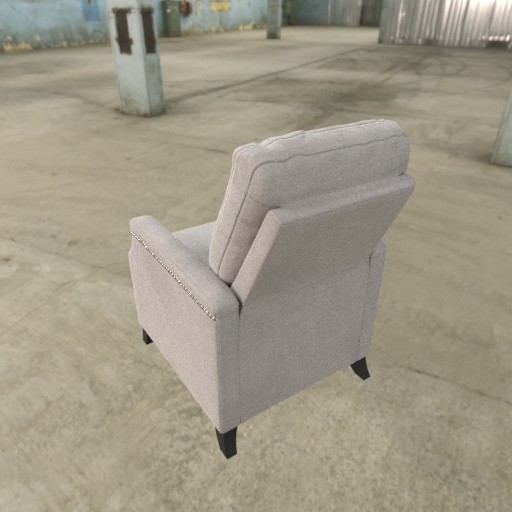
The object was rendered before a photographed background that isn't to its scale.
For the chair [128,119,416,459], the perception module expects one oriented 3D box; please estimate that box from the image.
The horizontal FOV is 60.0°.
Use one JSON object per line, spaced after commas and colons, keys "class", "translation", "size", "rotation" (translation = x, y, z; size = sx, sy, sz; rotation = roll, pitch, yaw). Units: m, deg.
{"class": "chair", "translation": [0.000, 0.000, 1.646], "size": [0.710, 1.049, 0.922], "rotation": [-18, 34, -30]}
